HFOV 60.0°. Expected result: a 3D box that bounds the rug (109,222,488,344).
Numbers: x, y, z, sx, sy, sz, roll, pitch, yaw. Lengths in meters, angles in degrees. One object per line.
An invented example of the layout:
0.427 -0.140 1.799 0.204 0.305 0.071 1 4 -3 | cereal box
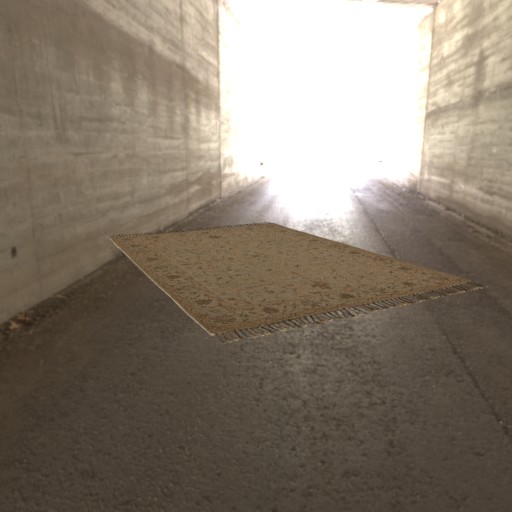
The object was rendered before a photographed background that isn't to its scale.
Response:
0.000 0.000 2.363 1.218 0.017 1.861 -7 15 -27 | rug
